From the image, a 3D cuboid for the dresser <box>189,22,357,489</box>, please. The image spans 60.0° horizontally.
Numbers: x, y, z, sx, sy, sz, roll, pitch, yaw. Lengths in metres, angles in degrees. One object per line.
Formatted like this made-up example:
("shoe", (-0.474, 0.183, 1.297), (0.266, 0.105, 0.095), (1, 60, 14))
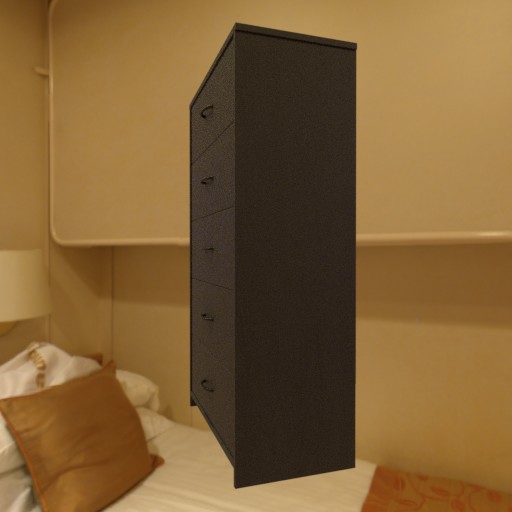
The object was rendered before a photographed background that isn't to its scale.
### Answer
("dresser", (0.000, 0.000, 1.577), (0.399, 1.255, 0.704), (0, 0, -19))
